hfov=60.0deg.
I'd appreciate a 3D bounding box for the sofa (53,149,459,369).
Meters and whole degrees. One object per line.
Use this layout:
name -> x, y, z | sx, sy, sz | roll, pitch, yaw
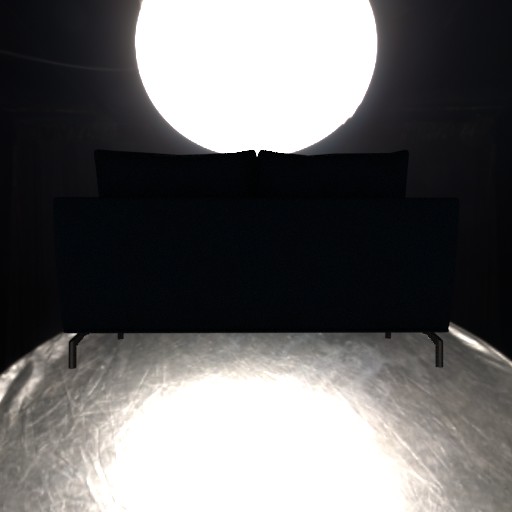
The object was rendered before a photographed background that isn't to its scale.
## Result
sofa -> 0.000, 0.000, 2.326 | 1.770, 1.002, 0.853 | 0, -1, -1
